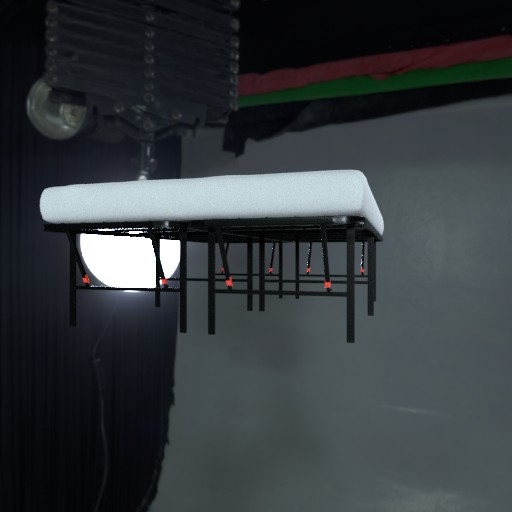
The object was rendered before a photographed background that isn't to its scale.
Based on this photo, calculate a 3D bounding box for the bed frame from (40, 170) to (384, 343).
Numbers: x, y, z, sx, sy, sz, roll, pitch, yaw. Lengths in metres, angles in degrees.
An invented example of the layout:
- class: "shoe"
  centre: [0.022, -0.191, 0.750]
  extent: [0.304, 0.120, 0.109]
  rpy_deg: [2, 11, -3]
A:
- class: "bed frame"
  centre: [0.000, 0.000, 2.572]
  extent: [1.372, 0.637, 1.905]
  rpy_deg: [0, 0, 18]
